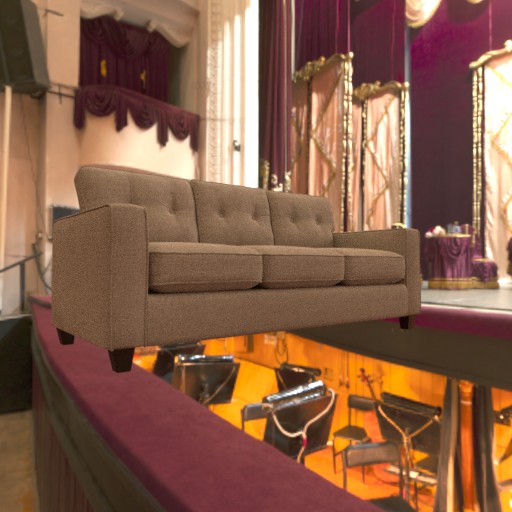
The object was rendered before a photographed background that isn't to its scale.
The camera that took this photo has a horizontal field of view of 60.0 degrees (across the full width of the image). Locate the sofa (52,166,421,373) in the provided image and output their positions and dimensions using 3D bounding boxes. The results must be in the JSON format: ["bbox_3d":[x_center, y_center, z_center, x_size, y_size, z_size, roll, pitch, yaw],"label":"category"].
[{"bbox_3d":[0.000,0.000,2.696,2.133,0.965,0.939,1,-1,-37],"label":"sofa"}]
